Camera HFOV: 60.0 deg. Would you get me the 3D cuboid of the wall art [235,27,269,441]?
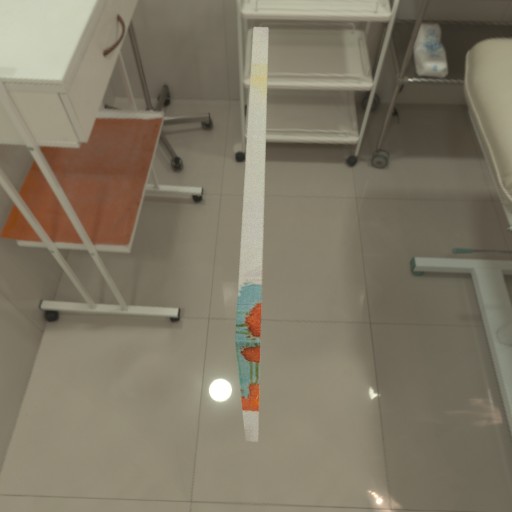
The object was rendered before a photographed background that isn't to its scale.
[{"bbox_3d":[0.000,0.000,1.212,0.037,0.814,0.814,1,58,1],"label":"wall art"}]
